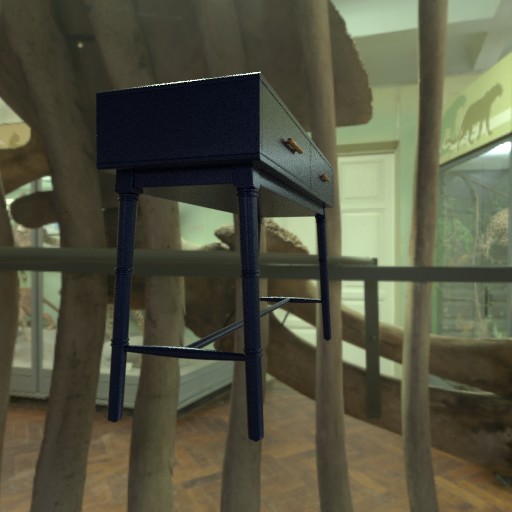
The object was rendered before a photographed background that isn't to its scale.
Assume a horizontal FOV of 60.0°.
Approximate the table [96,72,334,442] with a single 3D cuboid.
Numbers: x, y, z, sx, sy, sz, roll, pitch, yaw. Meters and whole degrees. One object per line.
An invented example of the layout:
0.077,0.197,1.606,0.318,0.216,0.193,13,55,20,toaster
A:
0.000,0.000,1.464,0.399,0.749,1.118,0,1,17,table
